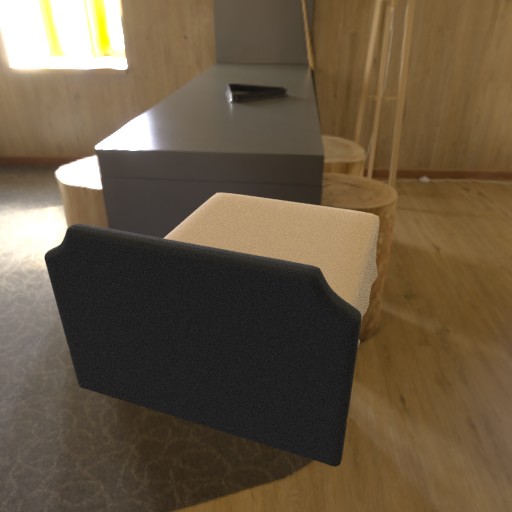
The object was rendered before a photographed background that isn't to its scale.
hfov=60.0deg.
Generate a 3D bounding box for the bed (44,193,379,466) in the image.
[{"bbox_3d":[0.000,0.000,3.408,1.831,1.297,2.260,10,32,17],"label":"bed"}]
